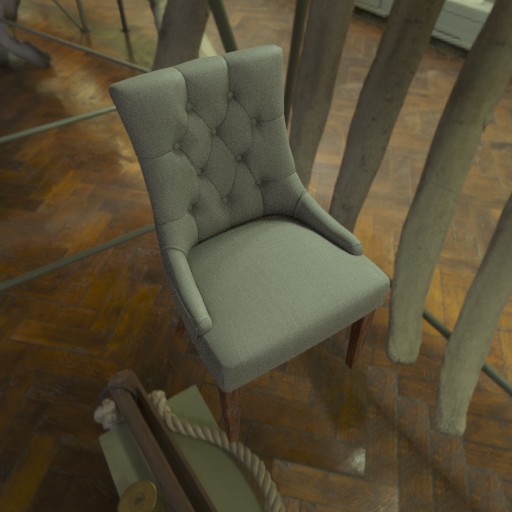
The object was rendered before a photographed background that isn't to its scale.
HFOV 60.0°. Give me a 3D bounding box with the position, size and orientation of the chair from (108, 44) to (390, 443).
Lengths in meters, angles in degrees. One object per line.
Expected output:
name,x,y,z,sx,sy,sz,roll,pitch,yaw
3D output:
chair,0.000,0.000,1.193,0.509,0.874,0.565,-24,51,-22
